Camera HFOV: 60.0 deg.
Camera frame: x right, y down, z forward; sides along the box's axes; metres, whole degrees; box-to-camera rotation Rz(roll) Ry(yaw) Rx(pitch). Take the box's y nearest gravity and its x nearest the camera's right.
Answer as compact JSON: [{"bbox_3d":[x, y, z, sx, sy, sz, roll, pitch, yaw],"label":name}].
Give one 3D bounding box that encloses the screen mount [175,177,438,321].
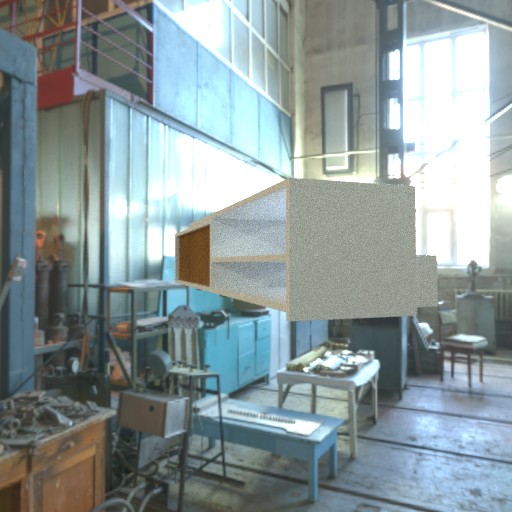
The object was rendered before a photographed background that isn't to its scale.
[{"bbox_3d":[0.000,0.000,1.845,0.420,0.320,1.680,0,-1,-19],"label":"screen mount"}]
